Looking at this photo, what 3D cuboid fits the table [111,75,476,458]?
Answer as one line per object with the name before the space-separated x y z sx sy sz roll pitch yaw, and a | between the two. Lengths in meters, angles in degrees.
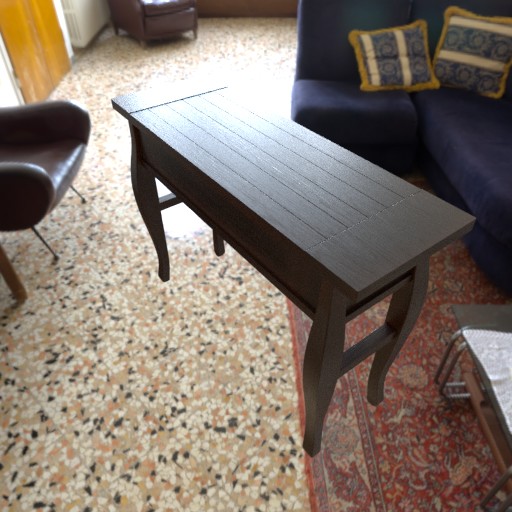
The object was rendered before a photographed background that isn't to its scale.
table | 0.000 0.000 1.418 0.373 0.768 1.062 -26 48 -27
